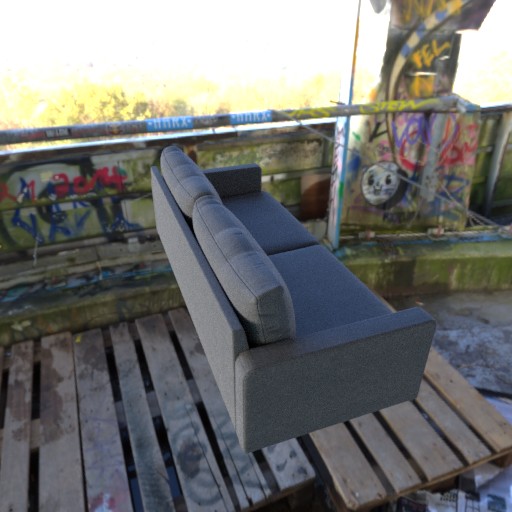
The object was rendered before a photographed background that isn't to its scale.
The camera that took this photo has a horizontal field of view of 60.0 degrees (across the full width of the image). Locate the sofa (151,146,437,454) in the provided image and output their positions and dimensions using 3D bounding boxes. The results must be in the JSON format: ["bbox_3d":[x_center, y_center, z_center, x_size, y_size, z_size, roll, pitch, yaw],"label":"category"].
[{"bbox_3d":[0.000,0.000,2.614,0.880,0.880,2.100,-11,32,-17],"label":"sofa"}]
